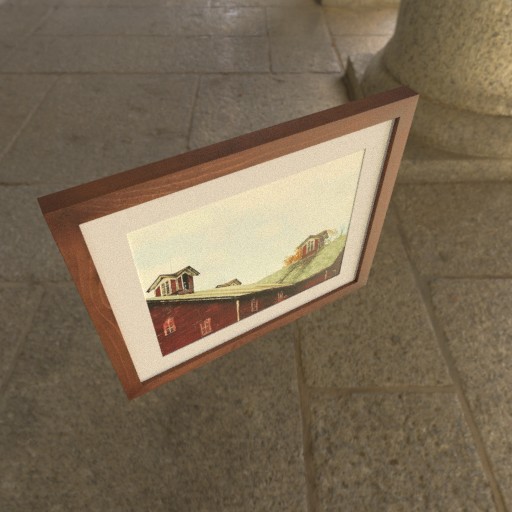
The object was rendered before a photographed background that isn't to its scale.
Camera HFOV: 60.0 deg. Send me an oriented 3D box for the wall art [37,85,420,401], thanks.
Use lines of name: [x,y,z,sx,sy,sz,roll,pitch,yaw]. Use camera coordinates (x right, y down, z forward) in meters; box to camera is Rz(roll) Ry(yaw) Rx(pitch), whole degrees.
wall art: [0.000,0.000,0.758,0.558,0.457,0.033,-23,51,-20]
